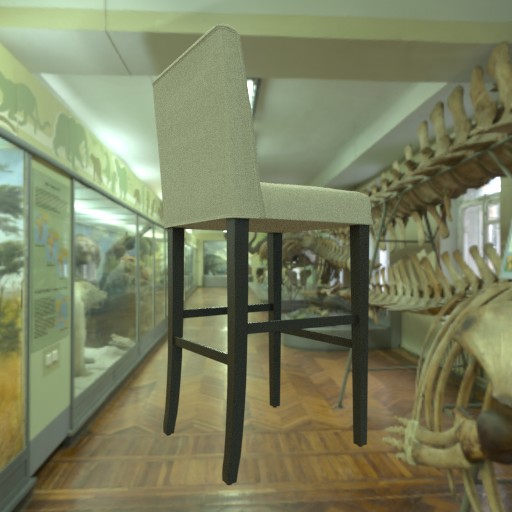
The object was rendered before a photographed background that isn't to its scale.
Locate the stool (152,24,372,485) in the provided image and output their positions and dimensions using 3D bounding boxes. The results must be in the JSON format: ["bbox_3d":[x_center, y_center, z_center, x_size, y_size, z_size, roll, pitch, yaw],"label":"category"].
[{"bbox_3d":[0.000,0.000,1.355,0.509,1.116,0.474,1,-1,-34],"label":"stool"}]
